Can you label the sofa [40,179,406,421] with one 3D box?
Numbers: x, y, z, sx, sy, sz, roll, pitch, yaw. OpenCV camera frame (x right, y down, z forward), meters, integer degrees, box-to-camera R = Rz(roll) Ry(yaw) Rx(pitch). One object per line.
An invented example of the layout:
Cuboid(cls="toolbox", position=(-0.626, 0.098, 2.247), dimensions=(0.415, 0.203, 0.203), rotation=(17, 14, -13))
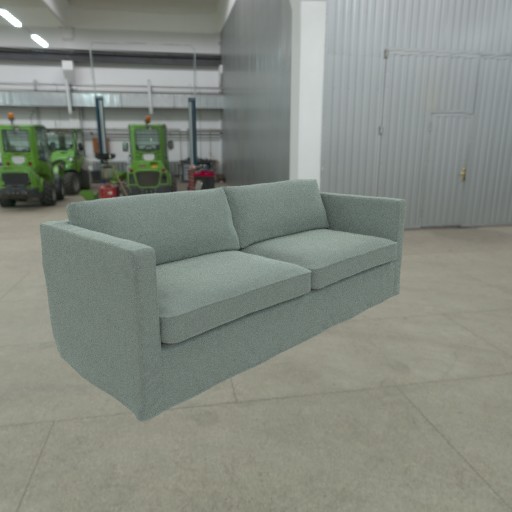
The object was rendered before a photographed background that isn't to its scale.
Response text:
Cuboid(cls="sofa", position=(0.000, 0.000, 2.840), dimensions=(0.962, 0.853, 2.312), rotation=(13, 19, 42))
